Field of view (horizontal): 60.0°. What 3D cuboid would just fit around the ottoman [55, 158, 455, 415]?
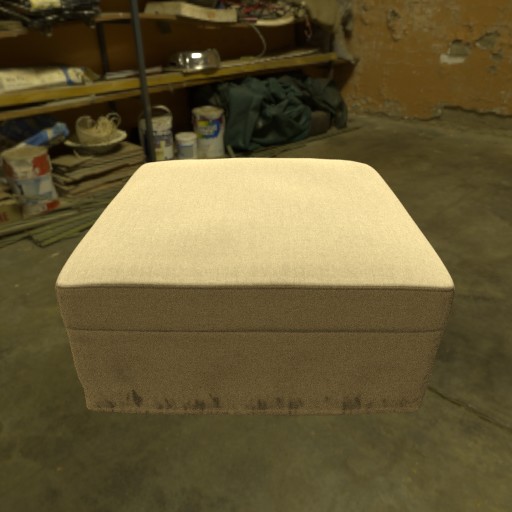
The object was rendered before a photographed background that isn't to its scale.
[{"bbox_3d":[0.000,0.000,1.325,0.843,0.436,0.840,0,29,0],"label":"ottoman"}]
